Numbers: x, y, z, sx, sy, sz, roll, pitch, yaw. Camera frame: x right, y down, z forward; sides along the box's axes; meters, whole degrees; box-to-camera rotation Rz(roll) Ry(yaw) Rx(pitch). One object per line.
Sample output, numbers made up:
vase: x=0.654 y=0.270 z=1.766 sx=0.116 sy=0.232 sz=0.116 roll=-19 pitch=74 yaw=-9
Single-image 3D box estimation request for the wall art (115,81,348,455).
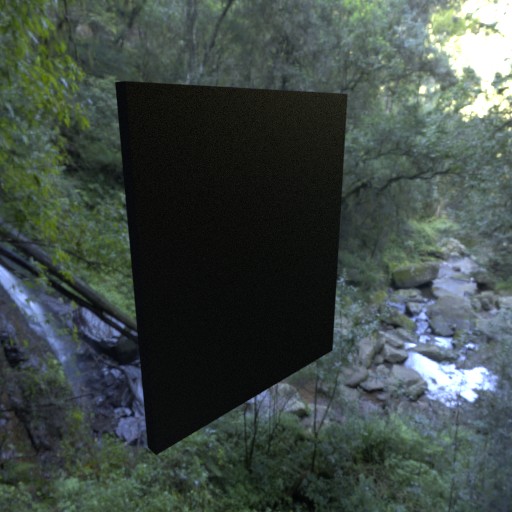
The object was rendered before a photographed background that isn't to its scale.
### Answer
wall art: x=0.000 y=0.000 z=0.715 sx=0.428 sy=0.505 sz=0.023 roll=-17 pitch=24 yaw=-42
